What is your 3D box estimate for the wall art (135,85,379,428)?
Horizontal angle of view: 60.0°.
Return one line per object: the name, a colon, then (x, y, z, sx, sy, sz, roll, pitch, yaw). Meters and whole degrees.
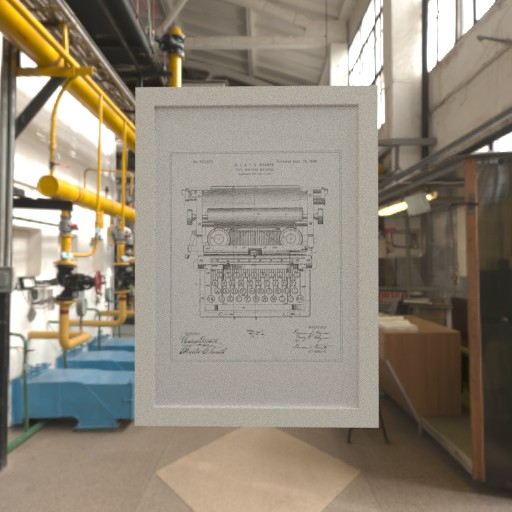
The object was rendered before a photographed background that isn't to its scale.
wall art: (0.000, 0.000, 0.700, 0.381, 0.533, 0.013, 0, -1, 1)
